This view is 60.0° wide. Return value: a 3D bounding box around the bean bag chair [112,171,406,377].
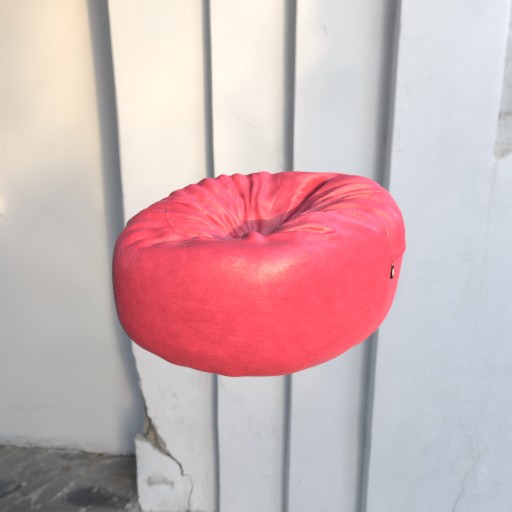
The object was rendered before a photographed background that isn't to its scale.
[{"bbox_3d":[0.000,0.000,2.460,1.524,0.878,1.524,7,15,25],"label":"bean bag chair"}]
